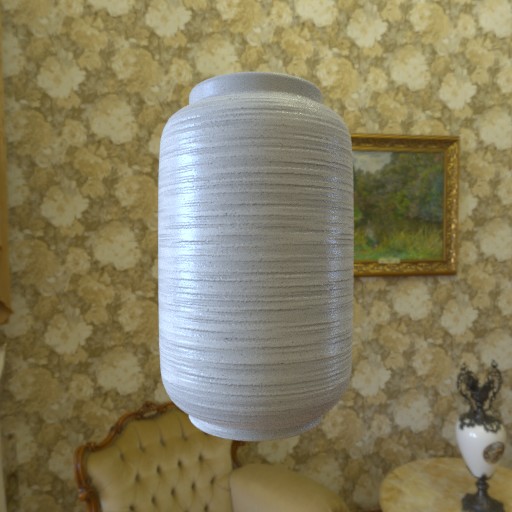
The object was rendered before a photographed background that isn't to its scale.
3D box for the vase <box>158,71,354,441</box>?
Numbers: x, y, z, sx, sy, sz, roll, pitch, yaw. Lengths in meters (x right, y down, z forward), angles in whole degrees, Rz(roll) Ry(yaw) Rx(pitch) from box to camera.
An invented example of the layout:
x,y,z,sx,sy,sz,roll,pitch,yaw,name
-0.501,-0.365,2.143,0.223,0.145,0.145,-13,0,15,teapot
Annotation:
x,y,z,sx,sy,sz,roll,pitch,yaw,name
0.000,0.000,0.469,0.202,0.335,0.202,0,1,0,vase
